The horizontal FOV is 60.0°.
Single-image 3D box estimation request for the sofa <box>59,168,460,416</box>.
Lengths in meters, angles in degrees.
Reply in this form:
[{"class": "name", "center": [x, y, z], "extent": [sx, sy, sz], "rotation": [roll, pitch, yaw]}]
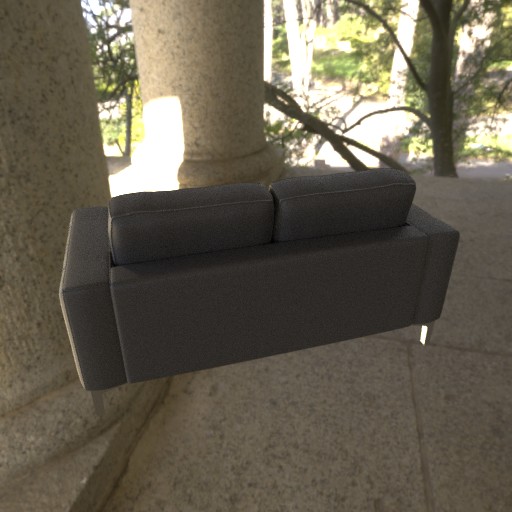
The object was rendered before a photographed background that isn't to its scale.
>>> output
[{"class": "sofa", "center": [0.000, 0.000, 2.201], "extent": [1.726, 0.892, 0.833], "rotation": [-8, 29, -15]}]
